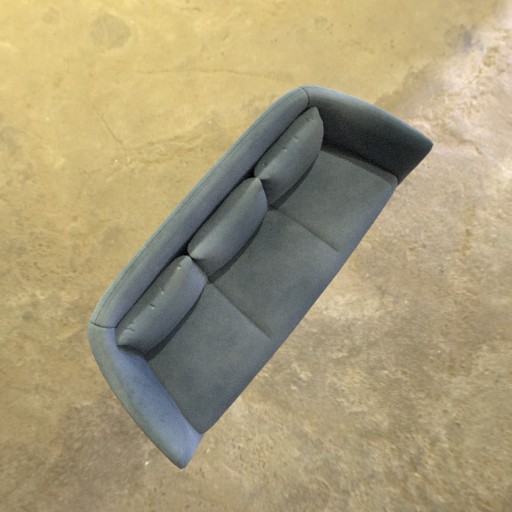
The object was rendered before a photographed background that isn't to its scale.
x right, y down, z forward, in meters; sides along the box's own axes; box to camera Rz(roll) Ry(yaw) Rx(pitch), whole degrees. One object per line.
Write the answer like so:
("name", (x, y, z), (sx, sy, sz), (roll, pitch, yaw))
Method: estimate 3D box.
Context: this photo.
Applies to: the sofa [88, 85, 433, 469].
("sofa", (0.000, 0.000, 2.525), (0.849, 0.795, 2.095), (38, 79, 9))
